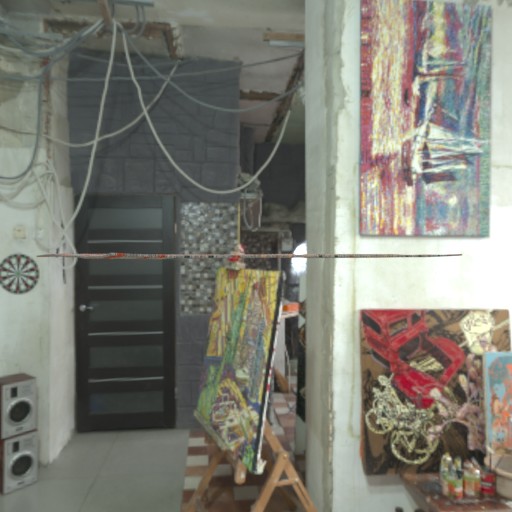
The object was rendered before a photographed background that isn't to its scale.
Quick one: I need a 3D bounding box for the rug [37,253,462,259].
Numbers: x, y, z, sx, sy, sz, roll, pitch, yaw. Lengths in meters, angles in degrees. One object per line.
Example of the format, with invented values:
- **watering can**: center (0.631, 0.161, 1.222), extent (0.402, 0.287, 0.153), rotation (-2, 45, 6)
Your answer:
- **rug**: center (0.000, 0.000, 2.981), extent (2.439, 0.029, 1.537), rotation (0, 0, -36)
